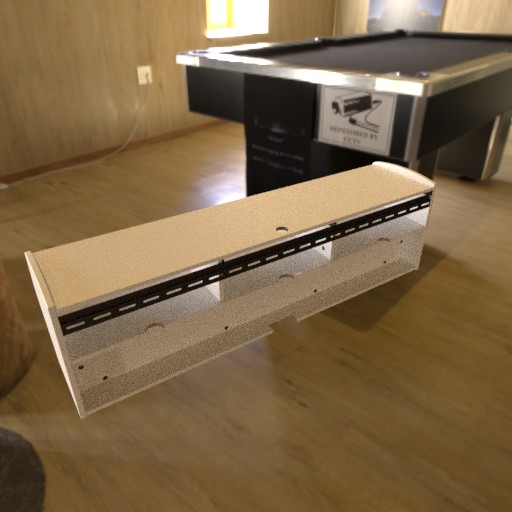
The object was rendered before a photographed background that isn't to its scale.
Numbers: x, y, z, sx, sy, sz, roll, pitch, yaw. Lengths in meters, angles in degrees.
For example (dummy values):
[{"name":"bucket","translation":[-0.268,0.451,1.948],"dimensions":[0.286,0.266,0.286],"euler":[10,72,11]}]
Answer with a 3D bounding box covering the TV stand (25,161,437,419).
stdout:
[{"name":"TV stand","translation":[0.000,0.000,1.666],"dimensions":[1.473,0.424,0.397],"euler":[-19,36,-28]}]
